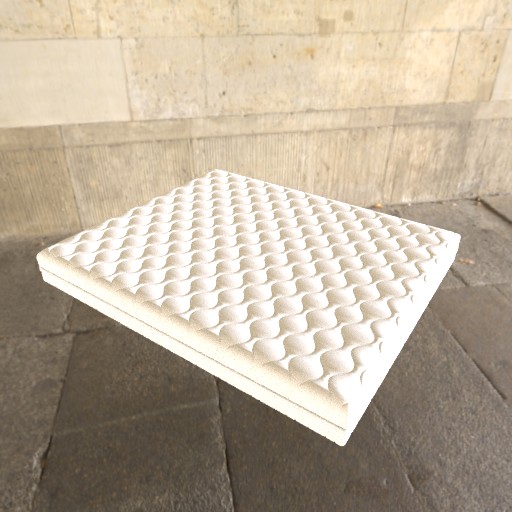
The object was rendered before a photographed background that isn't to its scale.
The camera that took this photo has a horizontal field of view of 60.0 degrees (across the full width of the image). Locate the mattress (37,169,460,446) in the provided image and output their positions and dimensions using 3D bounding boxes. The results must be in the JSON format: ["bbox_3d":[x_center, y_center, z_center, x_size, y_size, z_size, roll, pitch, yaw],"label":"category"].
[{"bbox_3d":[0.000,0.000,2.604,1.900,0.200,1.600,20,37,29],"label":"mattress"}]
